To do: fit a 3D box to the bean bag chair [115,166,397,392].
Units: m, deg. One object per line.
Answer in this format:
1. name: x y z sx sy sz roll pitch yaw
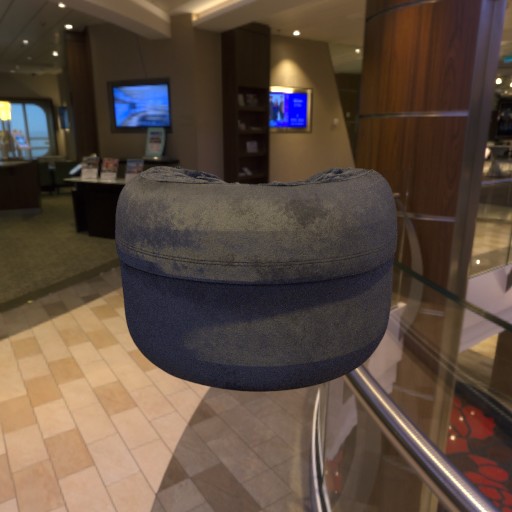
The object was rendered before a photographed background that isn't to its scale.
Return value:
1. bean bag chair: 0.000 0.000 1.527 0.918 0.605 0.918 0 16 0
